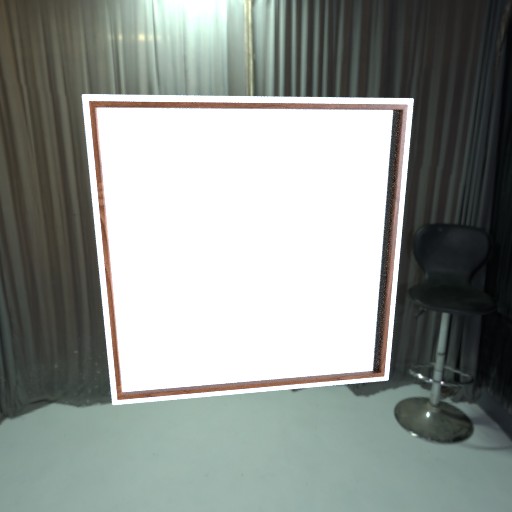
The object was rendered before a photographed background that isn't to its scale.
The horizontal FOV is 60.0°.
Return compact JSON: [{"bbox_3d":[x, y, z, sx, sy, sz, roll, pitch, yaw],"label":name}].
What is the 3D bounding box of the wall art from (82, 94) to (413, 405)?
[{"bbox_3d":[0.000,0.000,1.490,1.009,1.009,0.049,-2,16,-9],"label":"wall art"}]
